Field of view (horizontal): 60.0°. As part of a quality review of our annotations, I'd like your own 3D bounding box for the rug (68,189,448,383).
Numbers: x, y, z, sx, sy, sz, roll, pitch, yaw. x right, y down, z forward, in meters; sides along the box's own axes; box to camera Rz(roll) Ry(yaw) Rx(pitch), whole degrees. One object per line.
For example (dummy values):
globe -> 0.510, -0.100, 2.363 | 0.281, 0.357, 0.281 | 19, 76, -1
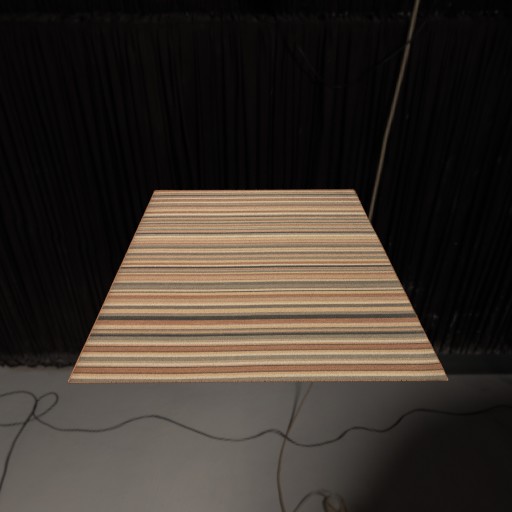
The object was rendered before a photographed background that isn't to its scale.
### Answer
rug -> 0.000, 0.000, 4.118 | 2.436, 0.011, 3.045 | 0, 32, -1
